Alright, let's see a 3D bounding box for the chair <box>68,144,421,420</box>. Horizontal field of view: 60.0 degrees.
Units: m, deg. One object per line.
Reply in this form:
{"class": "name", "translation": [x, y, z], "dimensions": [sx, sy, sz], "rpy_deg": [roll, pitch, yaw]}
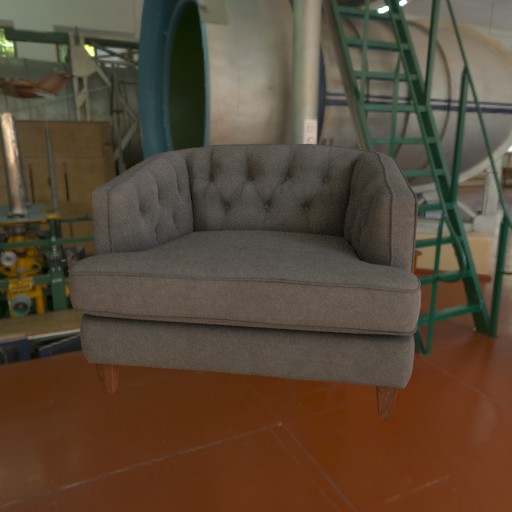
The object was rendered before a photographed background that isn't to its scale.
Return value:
{"class": "chair", "translation": [0.000, 0.000, 1.739], "dimensions": [1.104, 0.852, 0.941], "rpy_deg": [2, 14, 9]}
